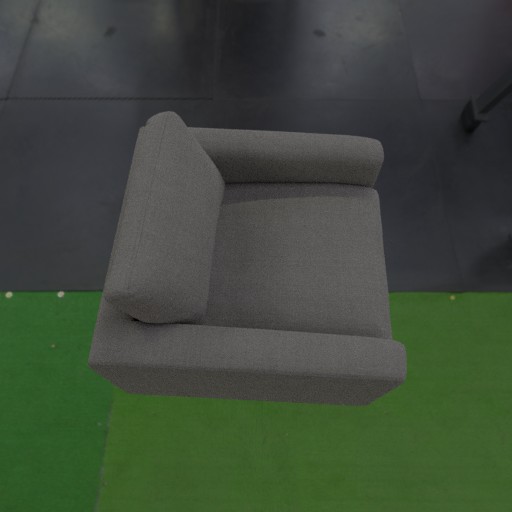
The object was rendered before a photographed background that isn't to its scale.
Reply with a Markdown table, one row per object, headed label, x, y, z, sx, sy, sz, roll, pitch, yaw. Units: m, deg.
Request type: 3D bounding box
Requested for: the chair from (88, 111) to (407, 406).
| label | x | y | z | sx | sy | sz | roll | pitch | yaw |
| --- | --- | --- | --- | --- | --- | --- | --- | --- | --- |
| chair | 0.000 | 0.000 | 1.870 | 1.100 | 0.847 | 1.070 | 3 | 63 | 1 |
